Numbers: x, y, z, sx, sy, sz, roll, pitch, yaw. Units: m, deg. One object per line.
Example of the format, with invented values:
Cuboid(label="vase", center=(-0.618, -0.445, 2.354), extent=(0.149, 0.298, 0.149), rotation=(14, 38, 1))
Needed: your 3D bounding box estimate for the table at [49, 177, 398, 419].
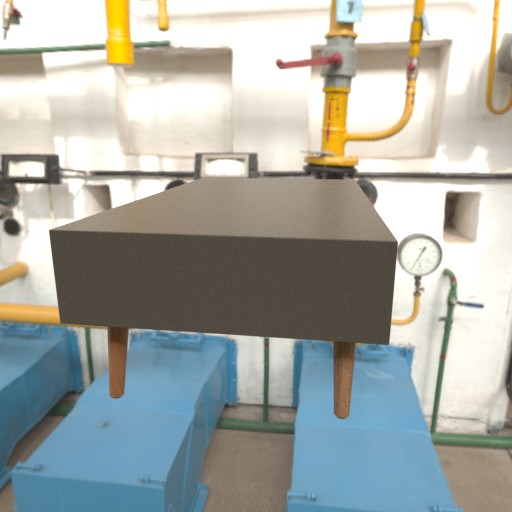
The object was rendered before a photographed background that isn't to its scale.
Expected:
Cuboid(label="table", center=(0.000, 0.000, 1.481), extent=(0.703, 0.404, 1.201), rotation=(2, 15, 8))
